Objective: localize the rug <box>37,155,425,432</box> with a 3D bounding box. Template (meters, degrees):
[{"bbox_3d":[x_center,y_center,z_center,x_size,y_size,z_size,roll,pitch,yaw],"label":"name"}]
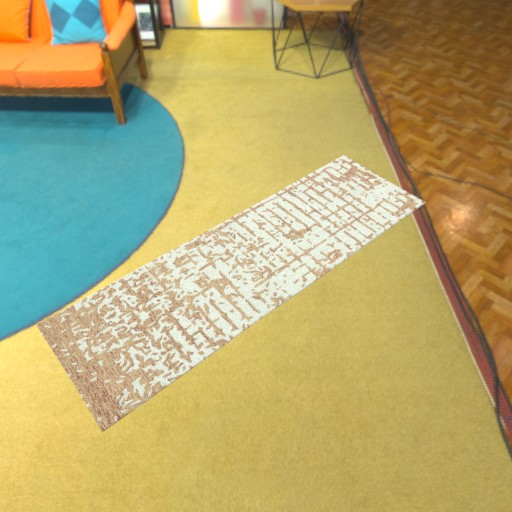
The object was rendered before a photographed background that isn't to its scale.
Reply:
[{"bbox_3d":[0.000,0.000,2.704,2.435,0.011,0.750,-32,54,-26],"label":"rug"}]
